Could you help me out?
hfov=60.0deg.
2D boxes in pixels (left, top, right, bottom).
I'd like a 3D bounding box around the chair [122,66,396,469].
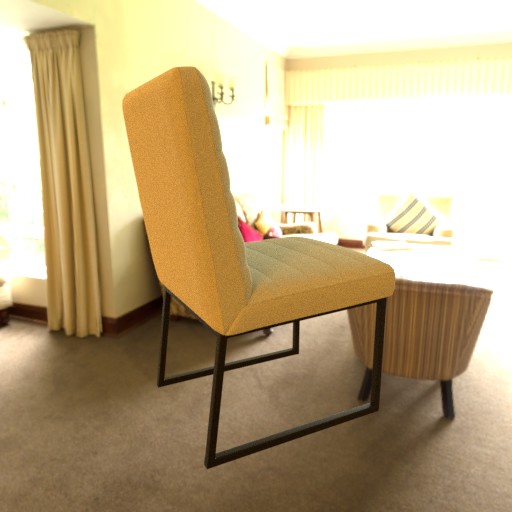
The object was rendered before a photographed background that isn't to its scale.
[{"bbox_3d":[0.000,0.000,1.301,0.634,0.930,0.520,-7,14,-27],"label":"chair"}]
